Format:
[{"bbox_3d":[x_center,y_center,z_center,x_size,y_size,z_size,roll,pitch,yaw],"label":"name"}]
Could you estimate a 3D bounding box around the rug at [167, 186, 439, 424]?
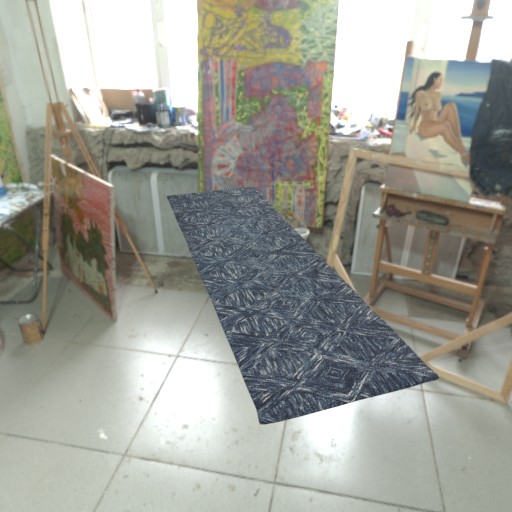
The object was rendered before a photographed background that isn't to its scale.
[{"bbox_3d":[0.000,0.000,2.533,0.719,0.013,2.306,-9,29,-16],"label":"rug"}]
